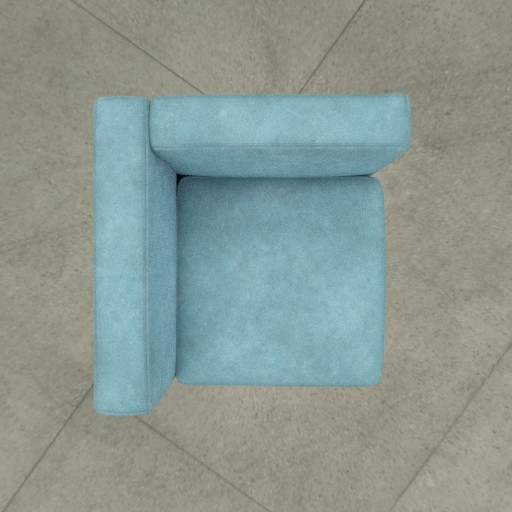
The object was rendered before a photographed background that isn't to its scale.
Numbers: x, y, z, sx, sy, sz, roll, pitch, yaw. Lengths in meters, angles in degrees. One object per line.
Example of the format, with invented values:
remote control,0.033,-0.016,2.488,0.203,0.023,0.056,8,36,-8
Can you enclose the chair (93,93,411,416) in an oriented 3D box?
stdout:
chair,0.000,0.000,1.217,0.684,0.660,0.691,0,91,0
